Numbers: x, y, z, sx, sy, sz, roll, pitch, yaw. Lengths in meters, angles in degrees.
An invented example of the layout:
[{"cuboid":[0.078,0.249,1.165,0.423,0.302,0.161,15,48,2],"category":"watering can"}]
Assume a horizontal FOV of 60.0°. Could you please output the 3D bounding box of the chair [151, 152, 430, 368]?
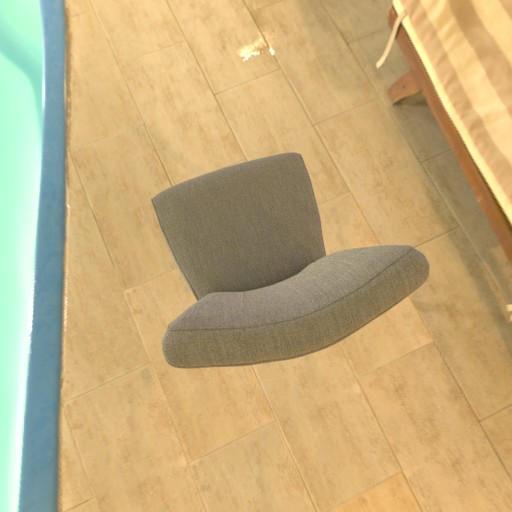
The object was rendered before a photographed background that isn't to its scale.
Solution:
[{"cuboid":[0.000,0.000,1.329,0.520,0.991,0.660,-18,75,-5],"category":"chair"}]
